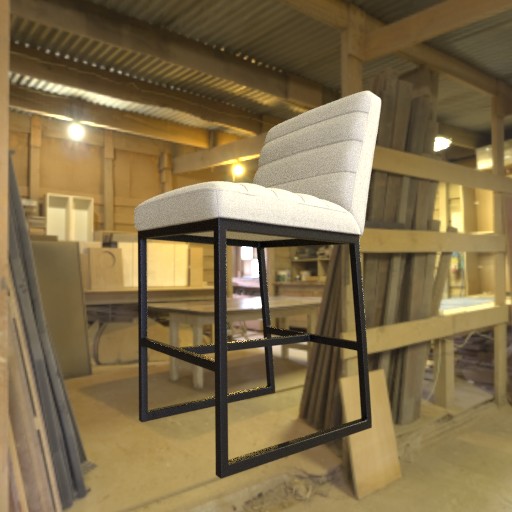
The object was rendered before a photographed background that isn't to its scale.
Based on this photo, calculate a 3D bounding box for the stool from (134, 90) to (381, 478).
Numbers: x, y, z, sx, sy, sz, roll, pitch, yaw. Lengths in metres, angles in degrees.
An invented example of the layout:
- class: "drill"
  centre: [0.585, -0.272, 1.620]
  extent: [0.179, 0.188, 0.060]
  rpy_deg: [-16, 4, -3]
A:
- class: "stool"
  centre: [0.000, 0.000, 1.257]
  extent: [0.560, 0.940, 0.460]
  rpy_deg: [1, -2, -37]
